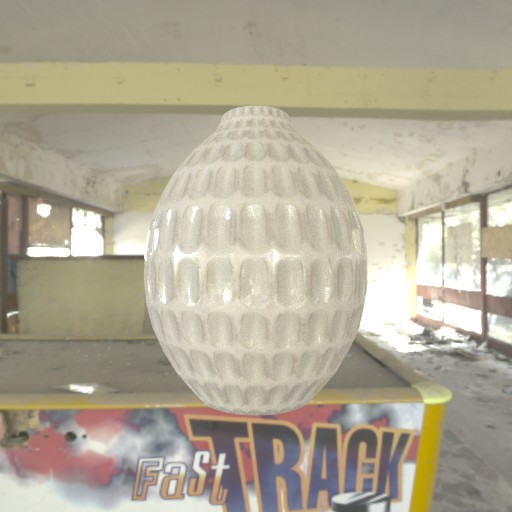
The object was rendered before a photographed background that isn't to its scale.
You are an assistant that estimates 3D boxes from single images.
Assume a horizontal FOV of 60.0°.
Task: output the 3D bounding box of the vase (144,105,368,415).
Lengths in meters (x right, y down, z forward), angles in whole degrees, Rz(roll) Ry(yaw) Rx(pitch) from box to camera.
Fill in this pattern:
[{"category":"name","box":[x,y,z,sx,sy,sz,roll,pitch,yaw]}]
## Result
[{"category":"vase","box":[0.000,0.000,0.262,0.128,0.167,0.128,0,-1,0]}]
